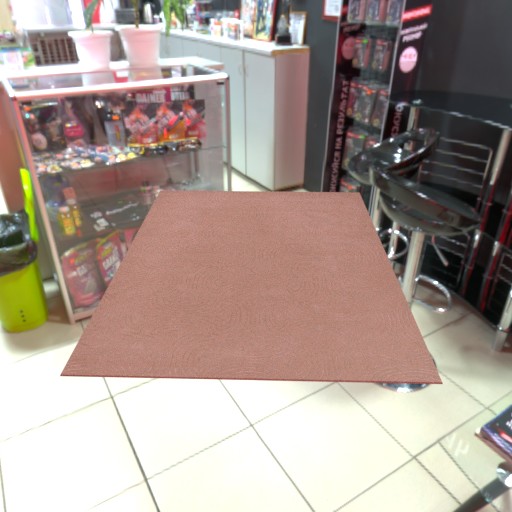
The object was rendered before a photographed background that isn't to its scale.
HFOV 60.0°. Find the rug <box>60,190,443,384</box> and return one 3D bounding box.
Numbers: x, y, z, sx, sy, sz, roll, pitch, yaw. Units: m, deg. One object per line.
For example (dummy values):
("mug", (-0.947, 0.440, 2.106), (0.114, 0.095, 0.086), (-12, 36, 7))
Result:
("rug", (0.000, 0.000, 3.498), (2.073, 0.011, 2.584), (1, 31, 1))
